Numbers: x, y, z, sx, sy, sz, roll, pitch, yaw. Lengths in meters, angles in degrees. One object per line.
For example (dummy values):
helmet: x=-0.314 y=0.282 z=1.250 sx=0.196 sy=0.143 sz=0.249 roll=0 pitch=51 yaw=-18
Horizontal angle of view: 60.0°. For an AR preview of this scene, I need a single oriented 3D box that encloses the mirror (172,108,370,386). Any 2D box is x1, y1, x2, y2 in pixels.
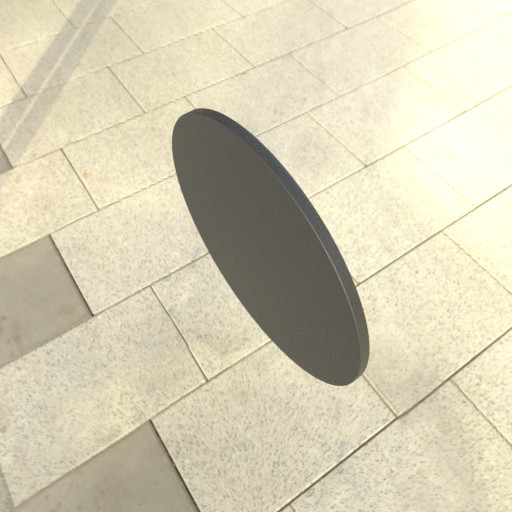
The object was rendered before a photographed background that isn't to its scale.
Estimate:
mirror: x=0.000 y=0.000 z=1.595 sx=0.036 sy=1.077 sz=1.077 roll=-32 pitch=64 yaw=-18
